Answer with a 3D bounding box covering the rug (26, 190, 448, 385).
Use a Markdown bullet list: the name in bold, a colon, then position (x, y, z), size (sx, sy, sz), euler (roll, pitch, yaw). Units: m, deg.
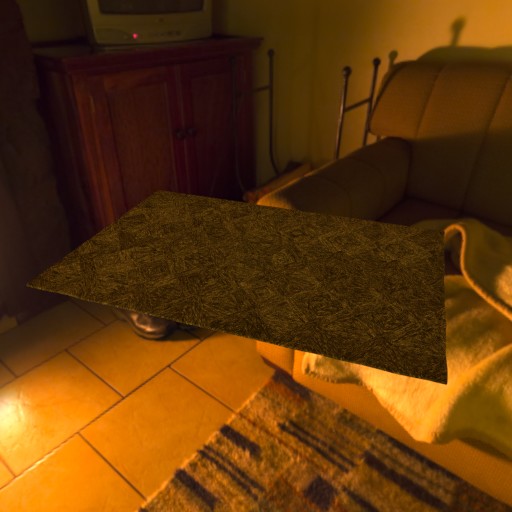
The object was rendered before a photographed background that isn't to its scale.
- **rug**: position (0.000, 0.000, 2.240), size (1.808, 0.011, 1.189), euler (10, 32, 17)
